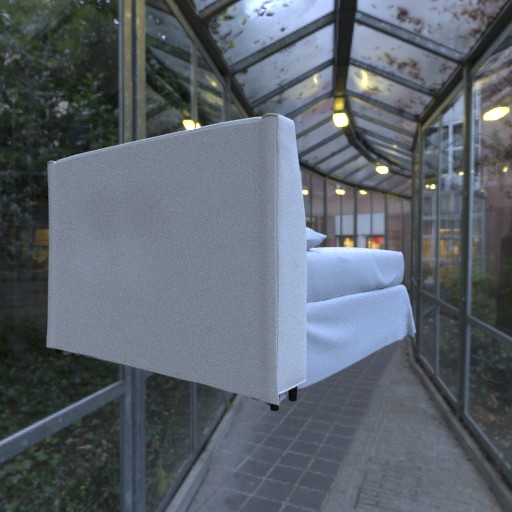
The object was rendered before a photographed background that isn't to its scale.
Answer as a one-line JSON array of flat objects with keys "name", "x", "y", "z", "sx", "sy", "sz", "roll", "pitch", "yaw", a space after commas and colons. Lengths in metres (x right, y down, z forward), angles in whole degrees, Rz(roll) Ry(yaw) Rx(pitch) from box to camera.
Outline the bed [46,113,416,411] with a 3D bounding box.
[{"name": "bed", "x": 0.000, "y": 0.000, "z": 3.378, "sx": 1.925, "sy": 1.332, "sz": 2.276, "roll": 1, "pitch": 1, "yaw": 36}]
